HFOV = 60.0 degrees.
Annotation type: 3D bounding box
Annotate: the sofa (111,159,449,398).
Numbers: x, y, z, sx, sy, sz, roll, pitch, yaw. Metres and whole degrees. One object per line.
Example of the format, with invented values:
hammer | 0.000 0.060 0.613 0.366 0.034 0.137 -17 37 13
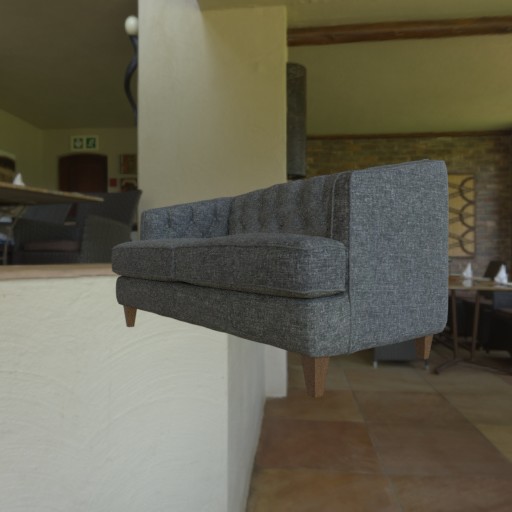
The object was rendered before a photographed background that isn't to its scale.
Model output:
sofa | 0.000 0.000 2.225 0.941 0.855 1.733 0 1 -36
